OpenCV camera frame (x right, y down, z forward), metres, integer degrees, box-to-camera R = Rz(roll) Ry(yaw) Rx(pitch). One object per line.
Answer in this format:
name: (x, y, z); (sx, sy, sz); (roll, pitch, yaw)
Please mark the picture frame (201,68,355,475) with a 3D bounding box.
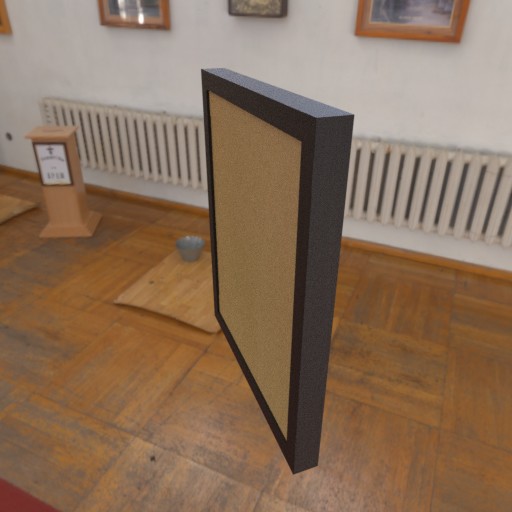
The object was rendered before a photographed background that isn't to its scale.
picture frame: (0.000, 0.000, 0.765); (0.044, 0.555, 0.452); (-10, 31, -18)
